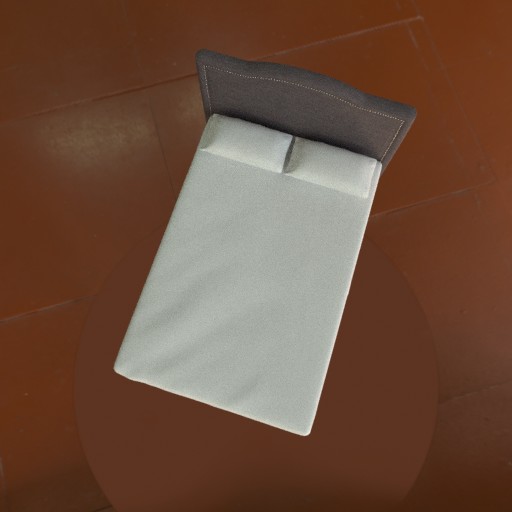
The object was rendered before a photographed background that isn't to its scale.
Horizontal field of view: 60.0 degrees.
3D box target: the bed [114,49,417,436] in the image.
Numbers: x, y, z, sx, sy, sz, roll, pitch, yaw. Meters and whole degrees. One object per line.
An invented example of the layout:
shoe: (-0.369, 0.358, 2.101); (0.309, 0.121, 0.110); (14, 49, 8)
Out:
bed: (0.000, 0.000, 3.562); (1.741, 1.441, 2.507); (17, 76, 4)
